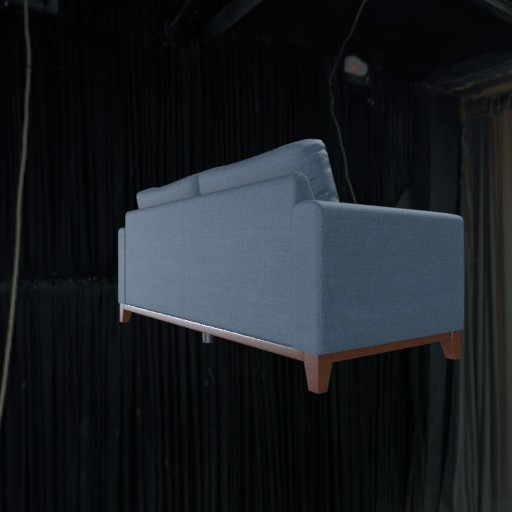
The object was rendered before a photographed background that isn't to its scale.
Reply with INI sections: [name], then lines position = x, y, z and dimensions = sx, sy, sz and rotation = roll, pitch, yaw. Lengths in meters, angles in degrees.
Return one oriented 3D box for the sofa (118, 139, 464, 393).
[sofa]
position = 0.000, 0.000, 2.398
dimensions = 0.877, 0.865, 1.900
rotation = 0, 0, -36
